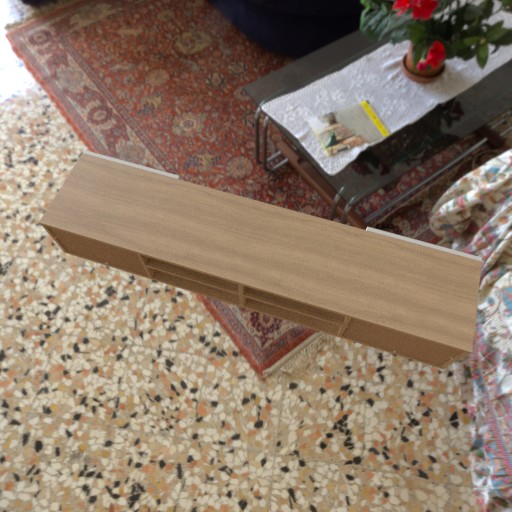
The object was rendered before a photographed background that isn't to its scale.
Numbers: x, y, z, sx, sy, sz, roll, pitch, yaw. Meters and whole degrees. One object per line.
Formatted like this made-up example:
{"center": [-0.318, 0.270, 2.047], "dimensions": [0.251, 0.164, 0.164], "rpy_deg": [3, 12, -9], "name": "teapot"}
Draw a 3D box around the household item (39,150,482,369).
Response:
{"center": [0.000, 0.000, 2.027], "dimensions": [1.850, 0.310, 0.420], "rpy_deg": [16, 64, 8], "name": "household item"}
